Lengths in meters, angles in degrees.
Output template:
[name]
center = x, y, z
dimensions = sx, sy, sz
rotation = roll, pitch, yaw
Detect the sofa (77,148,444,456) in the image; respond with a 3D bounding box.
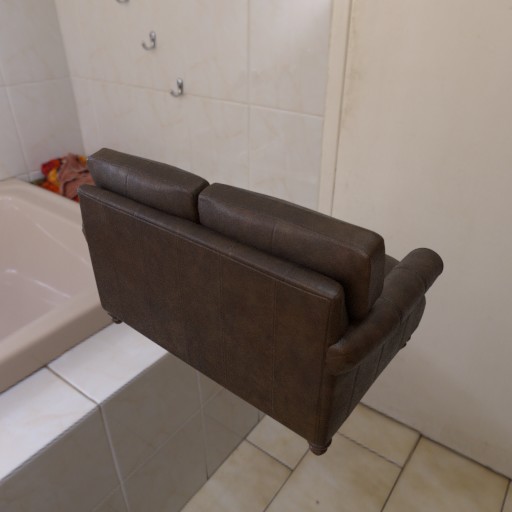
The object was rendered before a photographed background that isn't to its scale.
[sofa]
center = 0.000, 0.000, 2.213
dimensions = 1.616, 0.976, 0.990
rotation = 22, 37, 33
